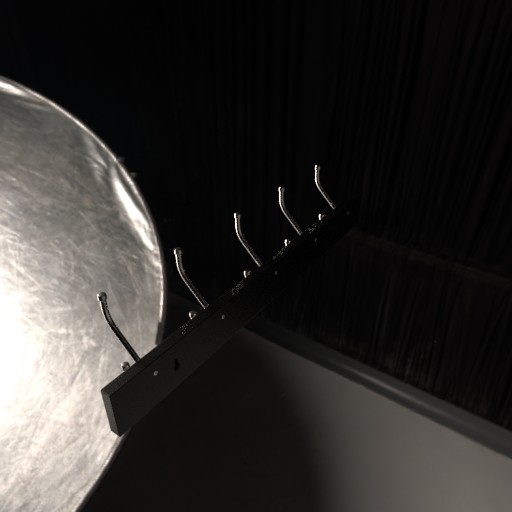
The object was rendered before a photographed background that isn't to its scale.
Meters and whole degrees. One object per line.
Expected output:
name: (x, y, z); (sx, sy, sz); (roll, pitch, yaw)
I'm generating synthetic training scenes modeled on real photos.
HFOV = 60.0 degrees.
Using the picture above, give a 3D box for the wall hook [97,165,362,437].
wall hook: (0.000, 0.000, 0.629); (0.071, 0.117, 0.571); (20, 37, 29)
